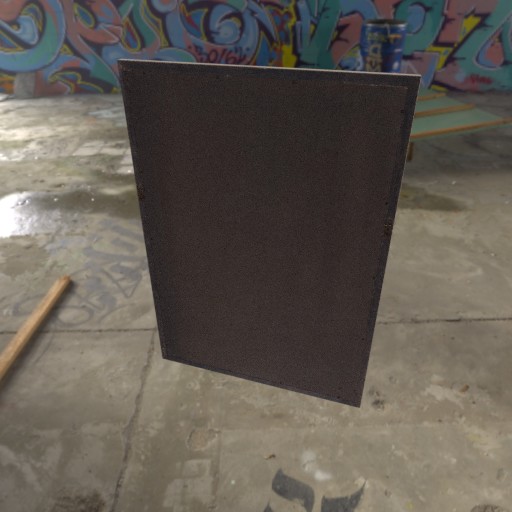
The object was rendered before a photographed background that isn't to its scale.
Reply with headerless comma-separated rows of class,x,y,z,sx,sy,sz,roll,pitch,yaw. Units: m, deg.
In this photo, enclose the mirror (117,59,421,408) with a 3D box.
mirror,0.000,0.000,1.253,0.705,0.996,0.025,10,33,15
